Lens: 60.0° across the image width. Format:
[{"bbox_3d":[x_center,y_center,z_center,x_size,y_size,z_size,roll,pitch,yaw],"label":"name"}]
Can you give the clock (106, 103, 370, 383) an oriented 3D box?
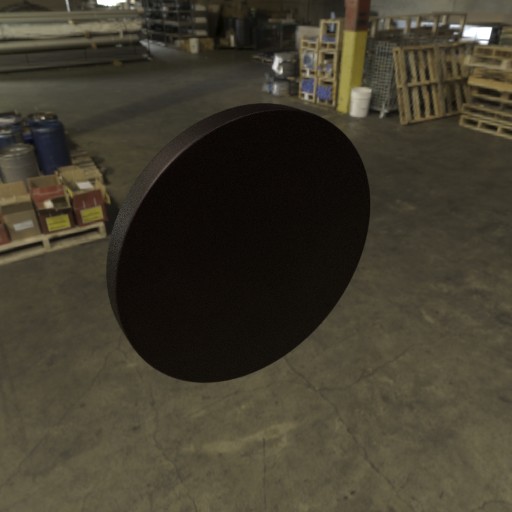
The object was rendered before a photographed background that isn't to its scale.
[{"bbox_3d":[0.000,0.000,0.480,0.314,0.314,0.029,-19,36,-28],"label":"clock"}]
